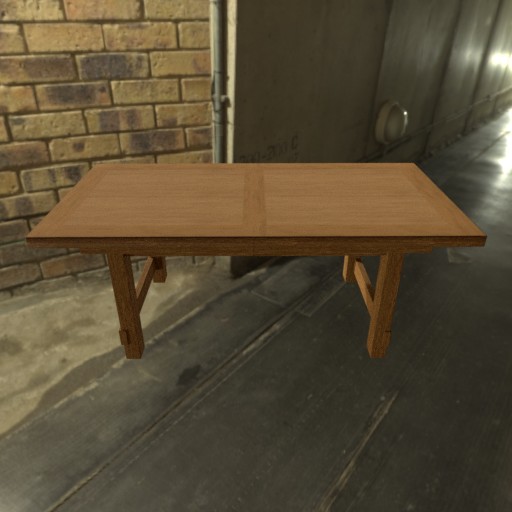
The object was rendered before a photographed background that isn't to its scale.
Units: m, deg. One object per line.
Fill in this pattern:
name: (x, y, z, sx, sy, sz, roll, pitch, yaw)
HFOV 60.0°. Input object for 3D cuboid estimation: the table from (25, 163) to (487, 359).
table: (0.000, 0.000, 2.517, 1.982, 0.762, 1.000, 0, 30, 0)
